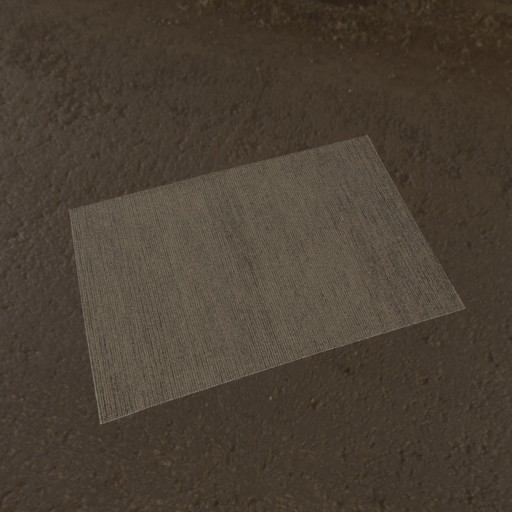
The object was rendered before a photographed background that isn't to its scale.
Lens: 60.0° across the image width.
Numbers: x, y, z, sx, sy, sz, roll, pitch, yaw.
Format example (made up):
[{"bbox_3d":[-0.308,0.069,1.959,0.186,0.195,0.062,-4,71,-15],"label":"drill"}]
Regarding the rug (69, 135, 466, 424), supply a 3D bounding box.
[{"bbox_3d":[0.000,0.000,2.273,1.773,0.021,1.149,-16,64,-8],"label":"rug"}]
